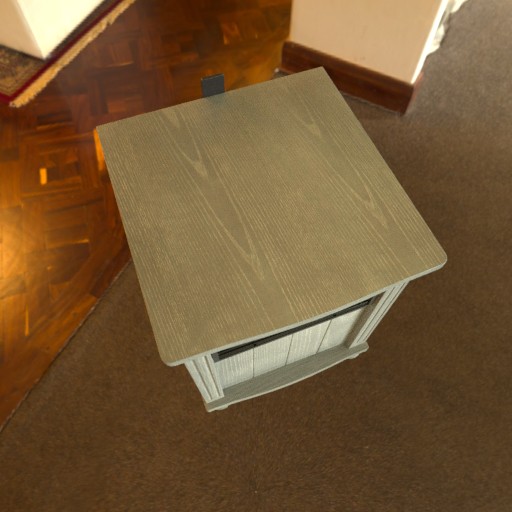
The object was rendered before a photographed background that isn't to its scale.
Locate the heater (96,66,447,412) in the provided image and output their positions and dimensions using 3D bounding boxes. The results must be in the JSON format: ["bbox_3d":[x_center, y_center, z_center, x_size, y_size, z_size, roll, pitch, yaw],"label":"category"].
[{"bbox_3d":[0.000,0.000,0.776,0.362,0.481,0.400,-19,64,-10],"label":"heater"}]
